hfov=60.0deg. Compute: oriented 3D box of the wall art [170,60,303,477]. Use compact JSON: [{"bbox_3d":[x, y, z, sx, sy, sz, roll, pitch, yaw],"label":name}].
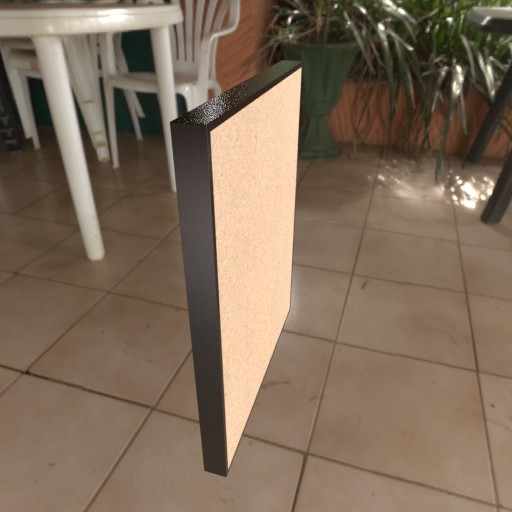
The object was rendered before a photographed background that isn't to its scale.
[{"bbox_3d":[0.000,0.000,0.745,0.038,0.551,0.448,9,32,14],"label":"wall art"}]
